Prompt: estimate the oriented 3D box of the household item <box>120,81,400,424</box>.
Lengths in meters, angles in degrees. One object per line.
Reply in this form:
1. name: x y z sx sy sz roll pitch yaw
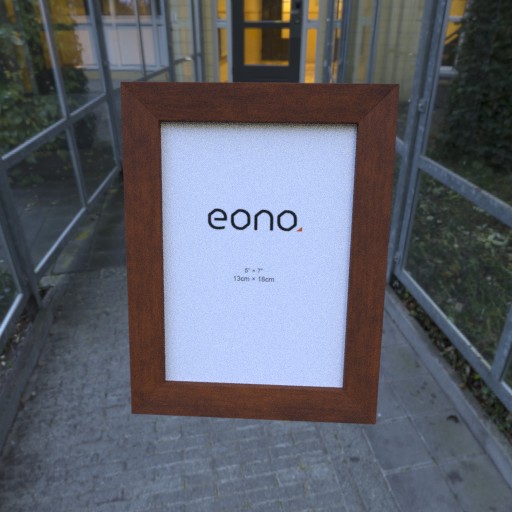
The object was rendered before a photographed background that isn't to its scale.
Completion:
1. household item: 0.000 0.000 0.285 0.160 0.204 0.096 2 29 3
